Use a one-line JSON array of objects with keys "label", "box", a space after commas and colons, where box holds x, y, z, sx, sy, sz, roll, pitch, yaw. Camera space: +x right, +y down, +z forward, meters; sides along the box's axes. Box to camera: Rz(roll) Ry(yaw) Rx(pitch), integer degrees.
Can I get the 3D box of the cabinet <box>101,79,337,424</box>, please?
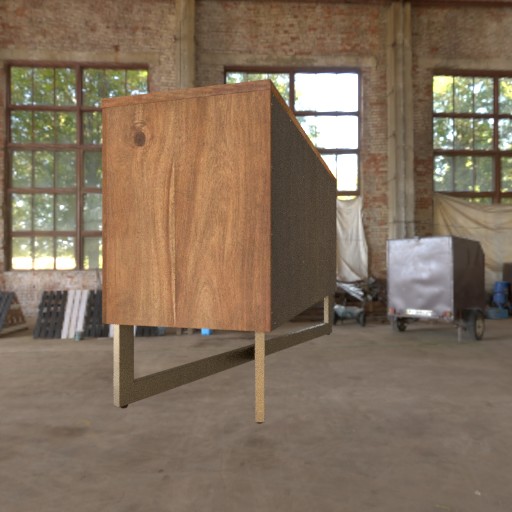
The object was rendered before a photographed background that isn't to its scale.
[{"label": "cabinet", "box": [0.000, 0.000, 1.746, 0.480, 0.812, 1.373, 0, 0, 17]}]
